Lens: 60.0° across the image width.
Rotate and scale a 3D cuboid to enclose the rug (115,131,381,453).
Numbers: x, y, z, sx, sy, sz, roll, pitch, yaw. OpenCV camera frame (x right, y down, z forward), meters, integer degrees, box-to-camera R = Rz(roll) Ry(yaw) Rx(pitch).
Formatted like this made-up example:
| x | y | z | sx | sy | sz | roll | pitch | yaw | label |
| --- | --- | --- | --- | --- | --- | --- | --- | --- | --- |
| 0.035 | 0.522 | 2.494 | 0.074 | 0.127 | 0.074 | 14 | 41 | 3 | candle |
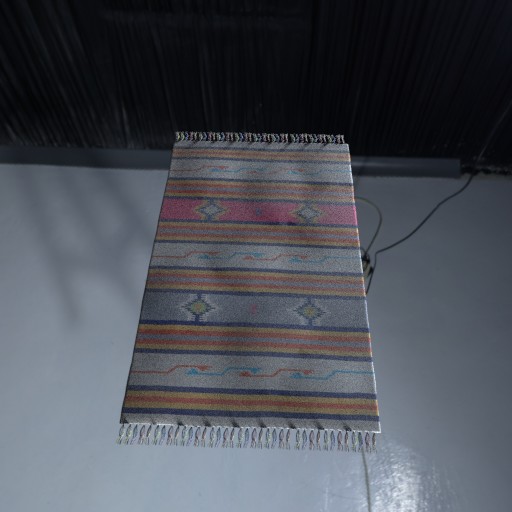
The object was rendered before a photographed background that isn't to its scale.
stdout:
| x | y | z | sx | sy | sz | roll | pitch | yaw | label |
| --- | --- | --- | --- | --- | --- | --- | --- | --- | --- |
| 0.000 | 0.000 | 2.283 | 1.084 | 0.013 | 1.849 | 2 | 57 | 1 | rug |
